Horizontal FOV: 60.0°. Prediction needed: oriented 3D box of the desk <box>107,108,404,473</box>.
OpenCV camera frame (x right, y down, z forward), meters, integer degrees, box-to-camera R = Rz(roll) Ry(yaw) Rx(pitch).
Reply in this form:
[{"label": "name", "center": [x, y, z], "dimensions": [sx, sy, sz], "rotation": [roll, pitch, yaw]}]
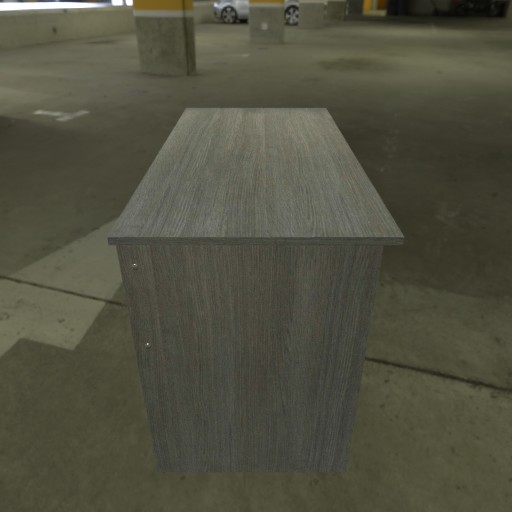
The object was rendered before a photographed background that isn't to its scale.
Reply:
[{"label": "desk", "center": [0.000, 0.000, 1.490], "dimensions": [0.560, 0.730, 1.096], "rotation": [0, 31, 0]}]
